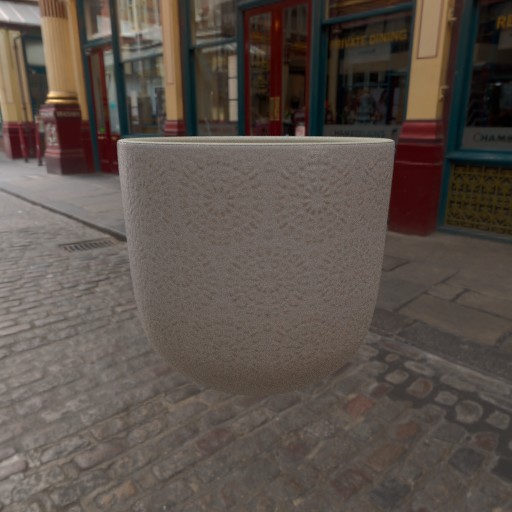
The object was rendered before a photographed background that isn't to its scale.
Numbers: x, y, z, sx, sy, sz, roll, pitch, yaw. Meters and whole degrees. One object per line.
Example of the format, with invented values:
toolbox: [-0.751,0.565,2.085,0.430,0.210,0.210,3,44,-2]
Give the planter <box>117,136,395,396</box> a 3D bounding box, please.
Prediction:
planter: [0.000,0.000,0.371,0.208,0.190,0.208,0,16,0]
